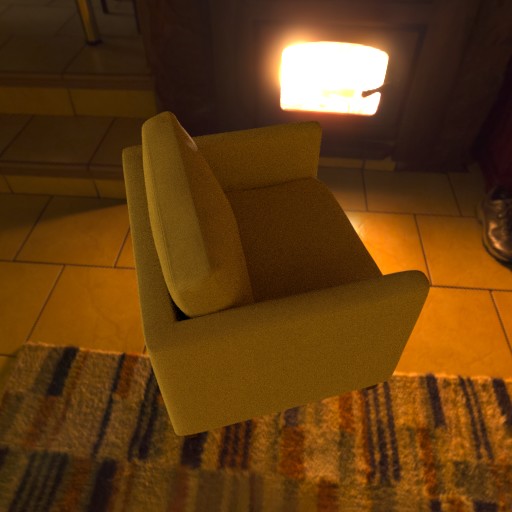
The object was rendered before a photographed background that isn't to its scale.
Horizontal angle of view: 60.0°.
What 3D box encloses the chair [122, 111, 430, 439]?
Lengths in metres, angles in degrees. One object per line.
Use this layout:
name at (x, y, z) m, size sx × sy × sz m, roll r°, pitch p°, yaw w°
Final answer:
chair at (0.000, 0.000, 1.890) m, size 0.959 × 0.961 × 1.107 m, roll -11°, pitch 48°, yaw -10°
